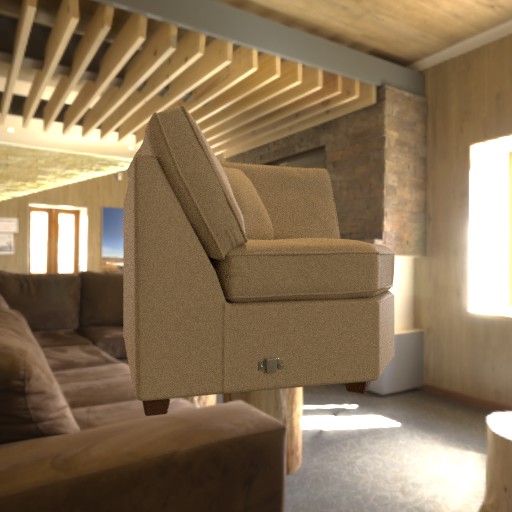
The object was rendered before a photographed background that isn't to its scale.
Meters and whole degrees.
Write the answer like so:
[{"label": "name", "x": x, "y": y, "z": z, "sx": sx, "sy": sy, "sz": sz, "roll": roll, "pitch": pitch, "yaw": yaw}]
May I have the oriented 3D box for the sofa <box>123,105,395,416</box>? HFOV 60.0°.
[{"label": "sofa", "x": 0.000, "y": 0.000, "z": 1.845, "sx": 1.042, "sy": 0.937, "sz": 1.050, "roll": 0, "pitch": 0, "yaw": -17}]
